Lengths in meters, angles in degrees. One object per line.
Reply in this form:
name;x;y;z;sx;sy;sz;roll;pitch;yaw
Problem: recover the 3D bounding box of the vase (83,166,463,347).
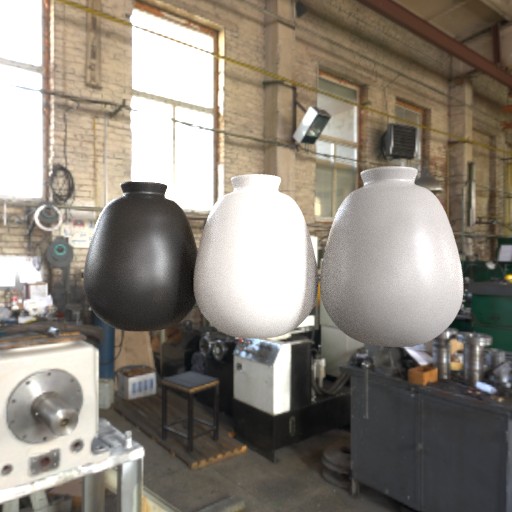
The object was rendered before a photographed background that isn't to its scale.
vase;0.000;0.000;0.349;0.297;0.122;0.097;0;0;18
